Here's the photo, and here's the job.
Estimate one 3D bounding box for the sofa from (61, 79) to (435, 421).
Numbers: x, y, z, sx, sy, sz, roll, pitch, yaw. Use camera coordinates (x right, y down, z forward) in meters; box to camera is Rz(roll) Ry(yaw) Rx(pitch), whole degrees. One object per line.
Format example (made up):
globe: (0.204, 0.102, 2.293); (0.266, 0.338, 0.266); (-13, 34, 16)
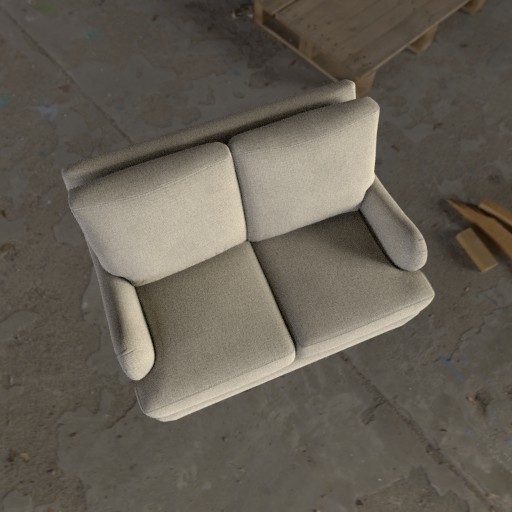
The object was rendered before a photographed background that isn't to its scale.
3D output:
sofa: (0.000, 0.000, 2.192); (1.480, 0.999, 1.087); (-20, 66, -9)
